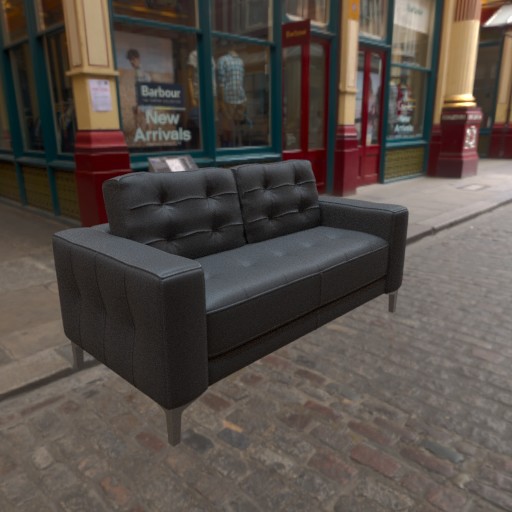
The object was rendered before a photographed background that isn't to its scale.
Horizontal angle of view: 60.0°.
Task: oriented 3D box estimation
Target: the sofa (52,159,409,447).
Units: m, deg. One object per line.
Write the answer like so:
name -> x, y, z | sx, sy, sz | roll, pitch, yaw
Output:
sofa -> 0.000, 0.000, 2.257 | 0.833, 0.893, 1.726 | 15, 22, 42
